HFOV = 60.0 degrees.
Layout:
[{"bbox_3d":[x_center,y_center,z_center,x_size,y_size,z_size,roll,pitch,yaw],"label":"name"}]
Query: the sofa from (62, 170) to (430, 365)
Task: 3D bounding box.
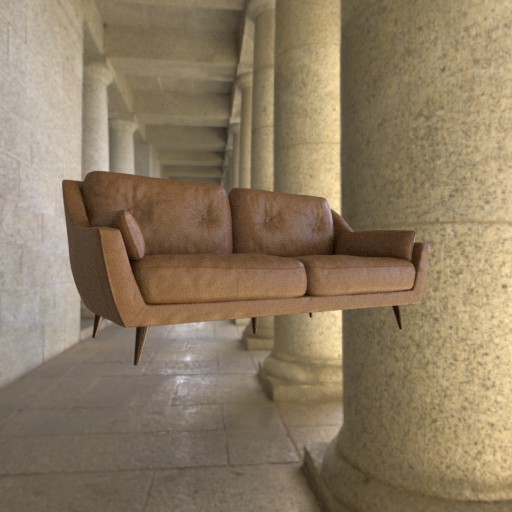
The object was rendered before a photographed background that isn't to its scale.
[{"bbox_3d":[0.000,0.000,2.385,1.902,0.839,0.904,1,-1,-35],"label":"sofa"}]
